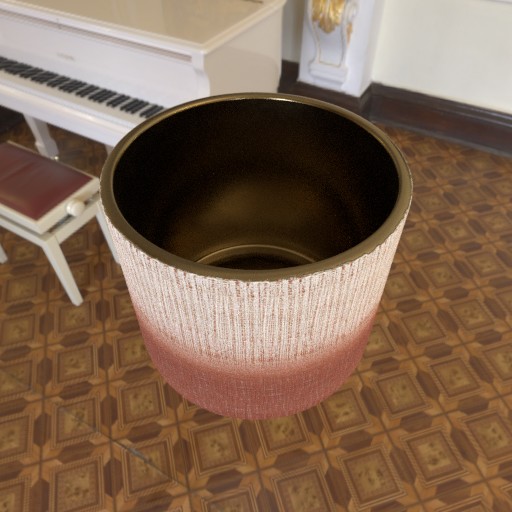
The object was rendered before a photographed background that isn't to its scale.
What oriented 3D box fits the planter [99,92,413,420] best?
[{"bbox_3d":[0.000,0.000,0.441,0.254,0.221,0.254,0,47,0],"label":"planter"}]
